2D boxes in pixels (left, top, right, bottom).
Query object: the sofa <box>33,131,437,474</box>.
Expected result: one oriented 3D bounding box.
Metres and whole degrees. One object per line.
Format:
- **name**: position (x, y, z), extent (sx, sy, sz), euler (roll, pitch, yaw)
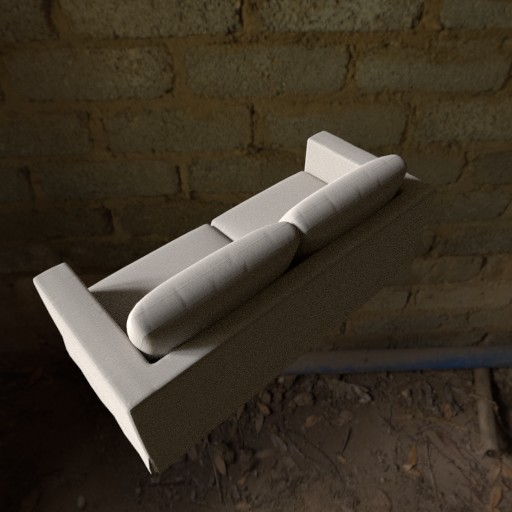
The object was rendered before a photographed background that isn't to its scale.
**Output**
- **sofa**: position (0.000, 0.000, 2.582), extent (2.163, 0.881, 0.954), euler (-32, 54, -28)
